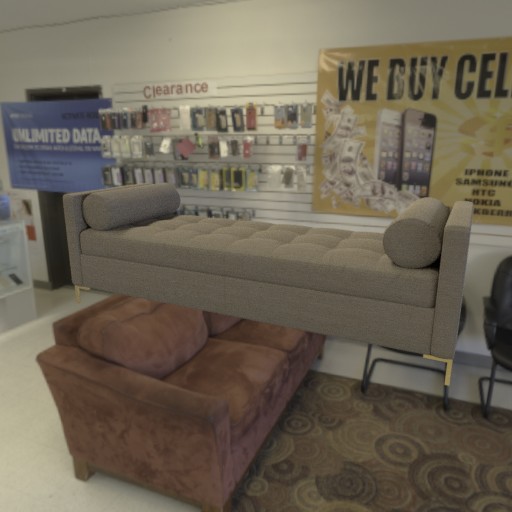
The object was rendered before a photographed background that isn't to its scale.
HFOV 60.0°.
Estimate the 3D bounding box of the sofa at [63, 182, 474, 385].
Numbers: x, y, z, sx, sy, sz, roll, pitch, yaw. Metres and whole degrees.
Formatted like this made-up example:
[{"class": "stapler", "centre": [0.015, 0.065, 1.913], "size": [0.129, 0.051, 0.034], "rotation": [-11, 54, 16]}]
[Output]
[{"class": "sofa", "centre": [0.000, 0.000, 2.314], "size": [1.981, 0.635, 0.686], "rotation": [7, 17, 25]}]
